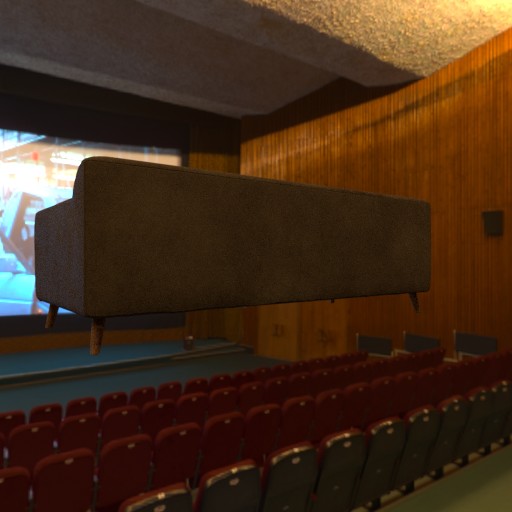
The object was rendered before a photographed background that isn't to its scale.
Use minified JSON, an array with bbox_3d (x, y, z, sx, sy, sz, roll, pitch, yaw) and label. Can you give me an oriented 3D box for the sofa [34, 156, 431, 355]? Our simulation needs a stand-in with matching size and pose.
[{"bbox_3d":[0.000,0.000,2.576,2.190,0.740,0.900,0,0,-37],"label":"sofa"}]
